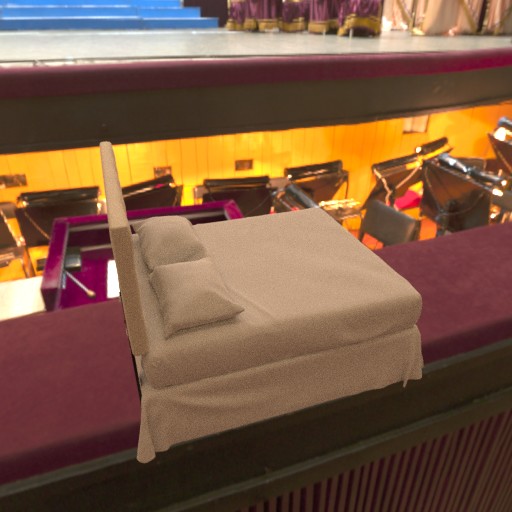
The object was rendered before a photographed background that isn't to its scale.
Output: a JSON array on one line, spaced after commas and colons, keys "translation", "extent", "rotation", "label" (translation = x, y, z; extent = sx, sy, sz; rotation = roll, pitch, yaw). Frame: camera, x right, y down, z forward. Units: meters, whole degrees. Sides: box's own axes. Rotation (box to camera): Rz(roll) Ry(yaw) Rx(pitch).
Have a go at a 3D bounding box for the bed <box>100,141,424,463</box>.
[{"translation": [0.000, 0.000, 3.492], "extent": [2.222, 1.577, 1.936], "rotation": [-10, 31, -16], "label": "bed"}]
